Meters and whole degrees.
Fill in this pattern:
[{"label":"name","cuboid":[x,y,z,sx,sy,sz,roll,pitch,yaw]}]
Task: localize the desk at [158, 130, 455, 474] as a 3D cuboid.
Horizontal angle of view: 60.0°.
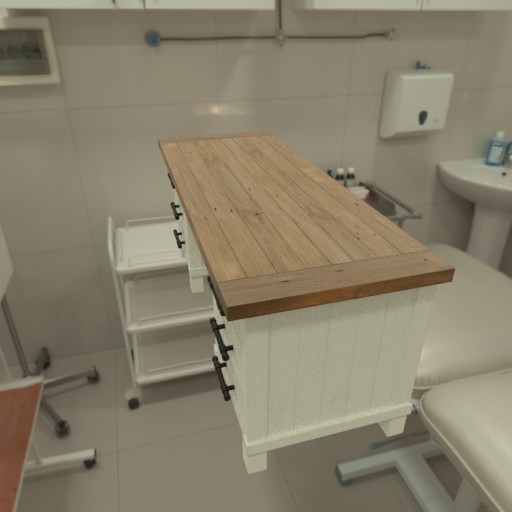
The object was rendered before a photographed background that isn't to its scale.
[{"label":"desk","cuboid":[0.000,0.000,2.158,0.688,0.760,1.803,-8,30,-14]}]
